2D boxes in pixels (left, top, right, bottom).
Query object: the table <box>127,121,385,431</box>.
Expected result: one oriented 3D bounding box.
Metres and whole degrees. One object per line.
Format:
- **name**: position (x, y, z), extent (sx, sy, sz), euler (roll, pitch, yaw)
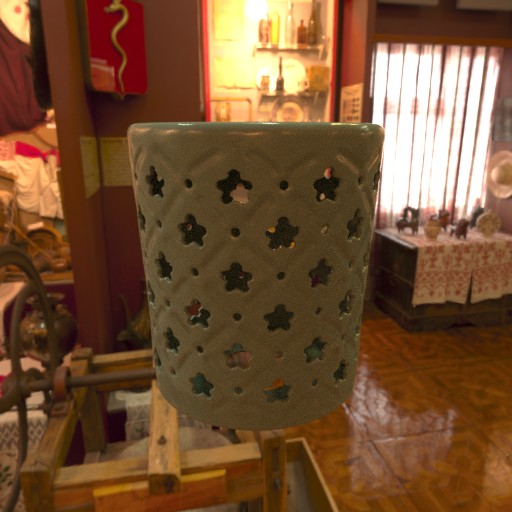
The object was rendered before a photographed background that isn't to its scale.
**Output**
- **table**: position (0.000, 0.000, 0.671), extent (0.352, 0.387, 0.352), euler (0, 16, 0)
